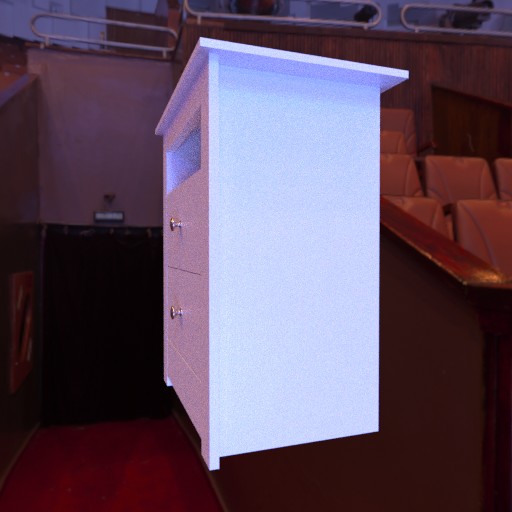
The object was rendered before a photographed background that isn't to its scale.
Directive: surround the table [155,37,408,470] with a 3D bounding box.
[{"bbox_3d":[0.000,0.000,1.059,0.406,0.711,0.589,0,1,-20],"label":"table"}]
